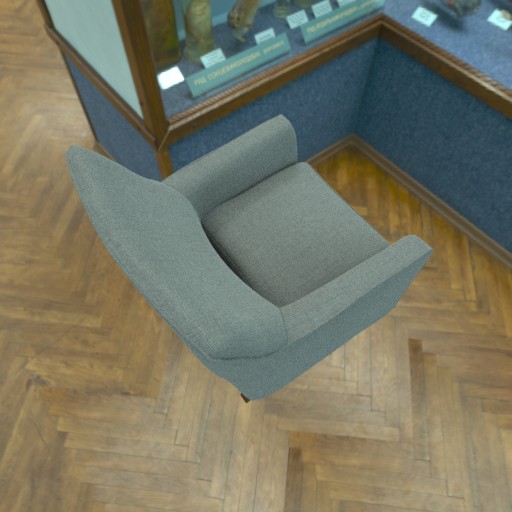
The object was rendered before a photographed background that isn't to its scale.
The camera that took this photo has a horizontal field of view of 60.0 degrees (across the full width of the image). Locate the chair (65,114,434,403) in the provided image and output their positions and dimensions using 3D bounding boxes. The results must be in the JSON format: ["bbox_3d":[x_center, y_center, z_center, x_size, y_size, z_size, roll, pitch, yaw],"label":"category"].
[{"bbox_3d":[0.000,0.000,1.773,0.993,1.047,0.887,-32,63,-18],"label":"chair"}]
